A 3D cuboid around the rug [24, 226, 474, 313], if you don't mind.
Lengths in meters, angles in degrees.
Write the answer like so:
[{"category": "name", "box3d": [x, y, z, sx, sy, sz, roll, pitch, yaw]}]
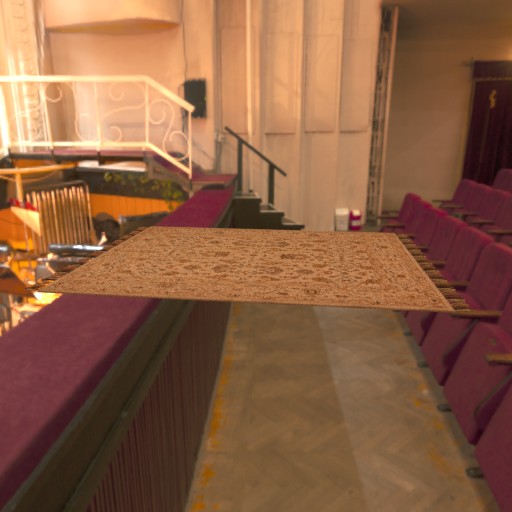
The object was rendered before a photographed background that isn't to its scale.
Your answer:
[{"category": "rug", "box3d": [0.000, 0.000, 2.273, 1.726, 0.009, 1.278, 2, 16, 7]}]
